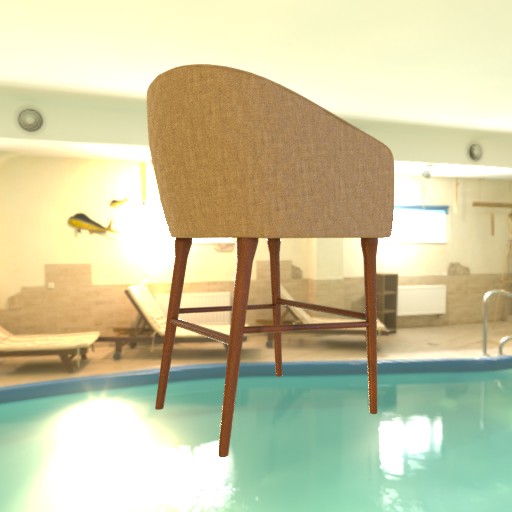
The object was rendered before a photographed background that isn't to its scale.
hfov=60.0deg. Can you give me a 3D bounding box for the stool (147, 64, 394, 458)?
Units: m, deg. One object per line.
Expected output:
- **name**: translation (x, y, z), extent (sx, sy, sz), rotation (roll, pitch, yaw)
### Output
- **stool**: translation (0.000, 0.000, 1.350), extent (0.635, 0.952, 0.559), rotation (-2, 3, -36)
